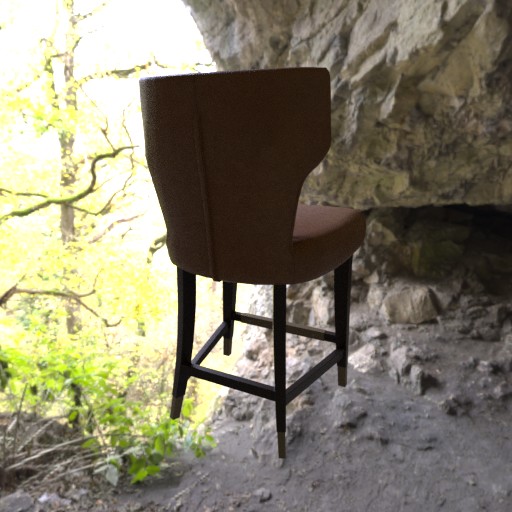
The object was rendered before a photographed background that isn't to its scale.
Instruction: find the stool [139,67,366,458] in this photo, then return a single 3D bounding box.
[{"bbox_3d":[0.000,0.000,1.309,0.526,0.982,0.563,8,19,26],"label":"stool"}]
